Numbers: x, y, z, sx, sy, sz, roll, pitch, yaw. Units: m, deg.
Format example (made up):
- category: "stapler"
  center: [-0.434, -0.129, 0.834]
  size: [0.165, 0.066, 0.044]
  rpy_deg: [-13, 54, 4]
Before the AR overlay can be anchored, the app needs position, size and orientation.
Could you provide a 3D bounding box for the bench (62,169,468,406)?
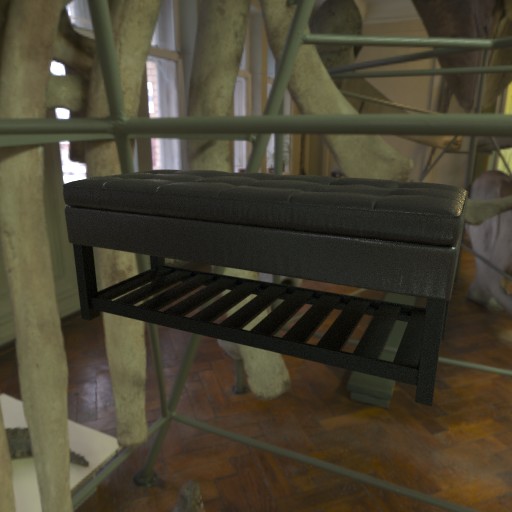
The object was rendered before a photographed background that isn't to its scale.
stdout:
- category: "bench"
  center: [0.000, 0.000, 1.332]
  size: [1.105, 0.460, 0.432]
  rpy_deg: [8, 18, 25]
